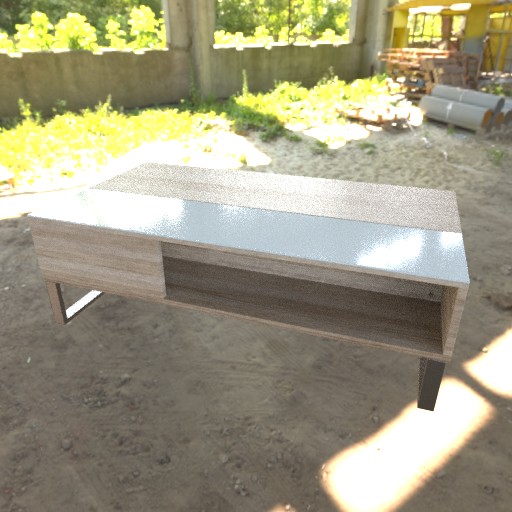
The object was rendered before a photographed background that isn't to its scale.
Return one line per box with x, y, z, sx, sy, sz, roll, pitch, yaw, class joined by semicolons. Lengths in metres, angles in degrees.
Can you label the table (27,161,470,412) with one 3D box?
0.000;0.000;1.364;1.100;0.350;0.600;9;28;17;table
